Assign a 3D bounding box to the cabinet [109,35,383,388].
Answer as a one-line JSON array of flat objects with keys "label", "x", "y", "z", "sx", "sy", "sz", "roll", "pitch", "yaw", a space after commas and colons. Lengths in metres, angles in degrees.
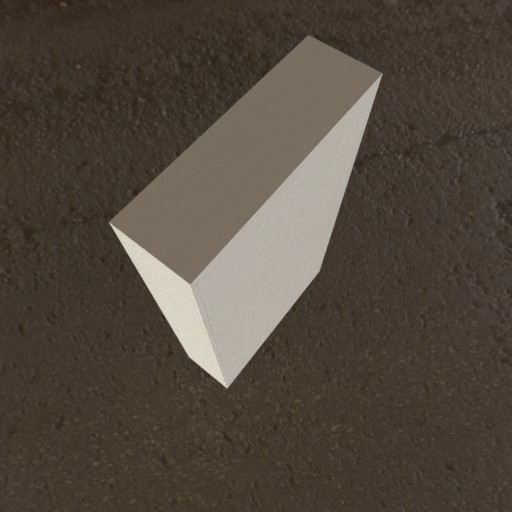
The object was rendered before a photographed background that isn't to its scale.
[{"label": "cabinet", "x": 0.000, "y": 0.000, "z": 1.634, "sx": 0.250, "sy": 1.280, "sz": 0.750, "roll": 35, "pitch": 69, "yaw": 15}]
